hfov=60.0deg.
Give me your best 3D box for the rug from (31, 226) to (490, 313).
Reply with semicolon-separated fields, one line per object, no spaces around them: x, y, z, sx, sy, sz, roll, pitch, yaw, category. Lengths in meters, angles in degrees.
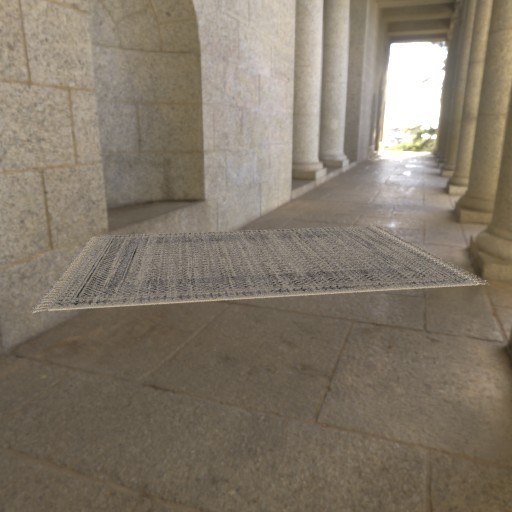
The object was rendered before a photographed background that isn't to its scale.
0.000;0.000;3.060;2.486;0.013;1.548;-3;17;-9;rug
